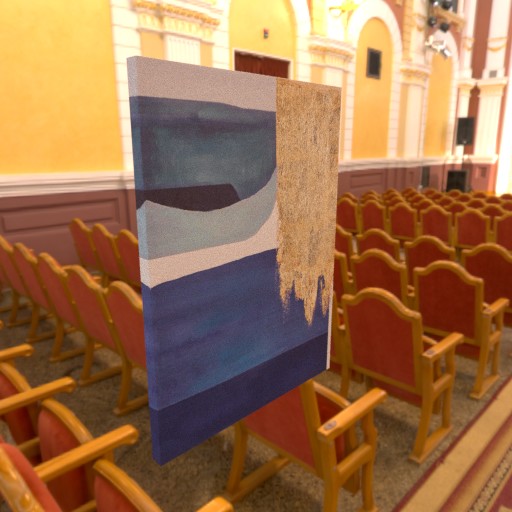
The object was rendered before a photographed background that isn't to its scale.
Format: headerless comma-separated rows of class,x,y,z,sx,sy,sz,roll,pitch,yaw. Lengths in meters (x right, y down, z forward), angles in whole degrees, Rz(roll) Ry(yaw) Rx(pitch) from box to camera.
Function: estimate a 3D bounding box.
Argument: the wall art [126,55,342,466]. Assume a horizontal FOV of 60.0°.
wall art,0.000,0.000,0.805,0.026,0.613,0.458,14,19,43
